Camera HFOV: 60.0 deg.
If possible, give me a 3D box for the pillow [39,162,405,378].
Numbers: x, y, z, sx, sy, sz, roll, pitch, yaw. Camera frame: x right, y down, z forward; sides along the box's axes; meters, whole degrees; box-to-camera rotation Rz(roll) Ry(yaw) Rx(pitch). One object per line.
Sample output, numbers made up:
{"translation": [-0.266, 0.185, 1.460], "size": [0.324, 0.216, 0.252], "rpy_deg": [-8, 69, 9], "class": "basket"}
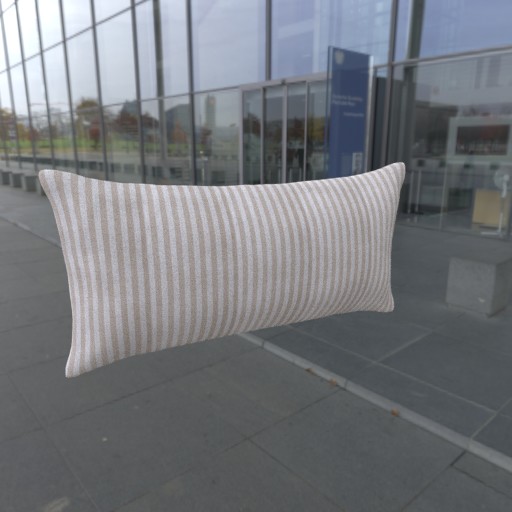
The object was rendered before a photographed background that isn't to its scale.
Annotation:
{"translation": [0.000, 0.000, 0.731], "size": [0.617, 0.295, 0.151], "rpy_deg": [-7, 16, -25], "class": "pillow"}
